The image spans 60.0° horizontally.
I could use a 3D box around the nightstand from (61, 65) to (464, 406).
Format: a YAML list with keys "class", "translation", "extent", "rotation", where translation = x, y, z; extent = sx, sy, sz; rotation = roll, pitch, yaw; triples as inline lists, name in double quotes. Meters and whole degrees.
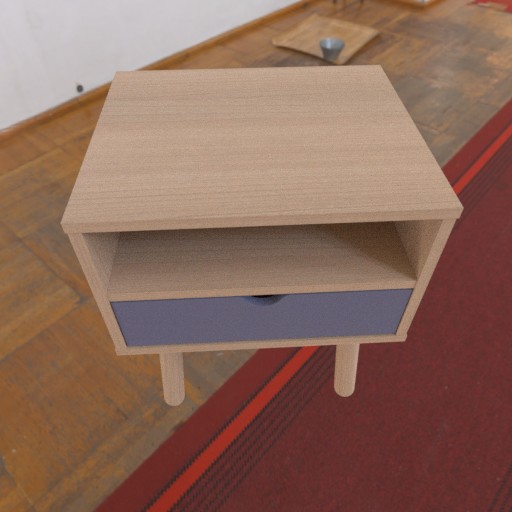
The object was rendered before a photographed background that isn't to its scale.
- class: "nightstand"
  translation: [0.000, 0.000, 0.816]
  extent: [0.450, 0.530, 0.380]
  rotation: [-2, 46, -2]
